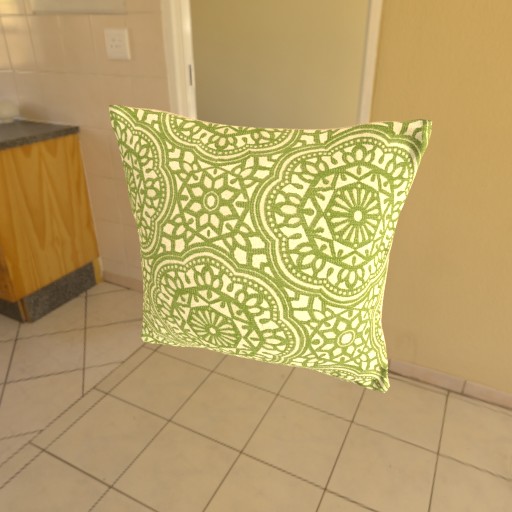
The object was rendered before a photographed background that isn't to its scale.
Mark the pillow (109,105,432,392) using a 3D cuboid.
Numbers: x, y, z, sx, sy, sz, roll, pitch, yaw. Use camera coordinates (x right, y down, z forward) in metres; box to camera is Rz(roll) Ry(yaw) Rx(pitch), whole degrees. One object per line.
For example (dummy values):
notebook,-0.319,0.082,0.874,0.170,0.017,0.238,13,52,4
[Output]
pillow,0.000,0.000,0.665,0.440,0.419,0.162,8,28,15
